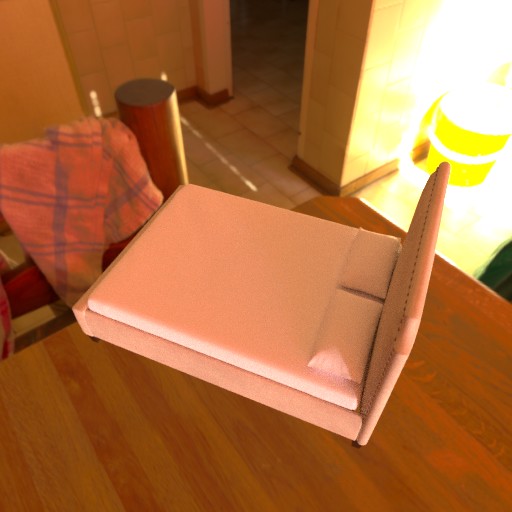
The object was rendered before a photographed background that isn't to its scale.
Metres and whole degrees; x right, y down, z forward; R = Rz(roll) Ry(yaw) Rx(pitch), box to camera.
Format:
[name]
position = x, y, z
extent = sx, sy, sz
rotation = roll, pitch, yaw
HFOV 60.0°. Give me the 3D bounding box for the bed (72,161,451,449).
[bed]
position = 0.000, 0.000, 3.416
extent = 2.372, 1.443, 1.712
rotation = 17, 49, 16
